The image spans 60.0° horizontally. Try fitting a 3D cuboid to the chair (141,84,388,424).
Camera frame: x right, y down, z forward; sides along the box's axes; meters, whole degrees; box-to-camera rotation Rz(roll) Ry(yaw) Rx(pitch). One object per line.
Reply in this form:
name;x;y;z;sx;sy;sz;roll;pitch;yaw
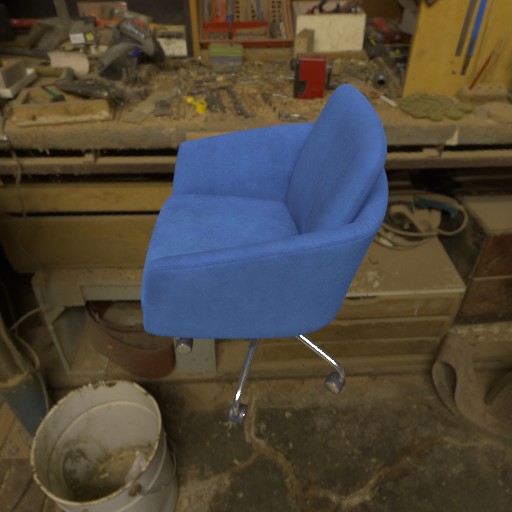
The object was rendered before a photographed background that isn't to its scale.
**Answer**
chair;0.000;0.000;1.349;0.635;0.908;0.641;-1;41;-1
